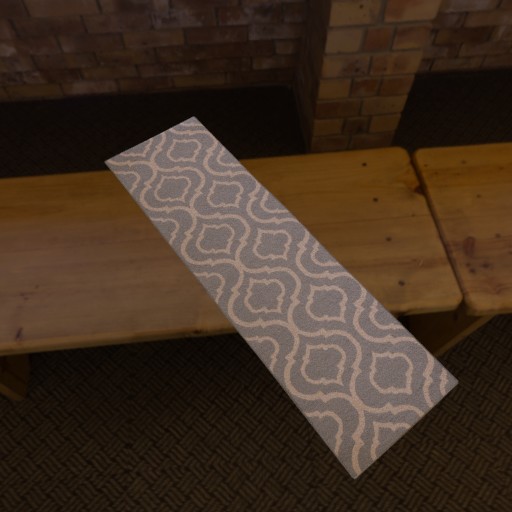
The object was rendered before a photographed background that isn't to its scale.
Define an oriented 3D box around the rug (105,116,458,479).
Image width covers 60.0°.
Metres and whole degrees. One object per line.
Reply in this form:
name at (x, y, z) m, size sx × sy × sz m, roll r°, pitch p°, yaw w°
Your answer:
rug at (0.000, 0.000, 2.452) m, size 0.684 × 0.009 × 2.275 m, roll -33°, pitch 65°, yaw -18°
